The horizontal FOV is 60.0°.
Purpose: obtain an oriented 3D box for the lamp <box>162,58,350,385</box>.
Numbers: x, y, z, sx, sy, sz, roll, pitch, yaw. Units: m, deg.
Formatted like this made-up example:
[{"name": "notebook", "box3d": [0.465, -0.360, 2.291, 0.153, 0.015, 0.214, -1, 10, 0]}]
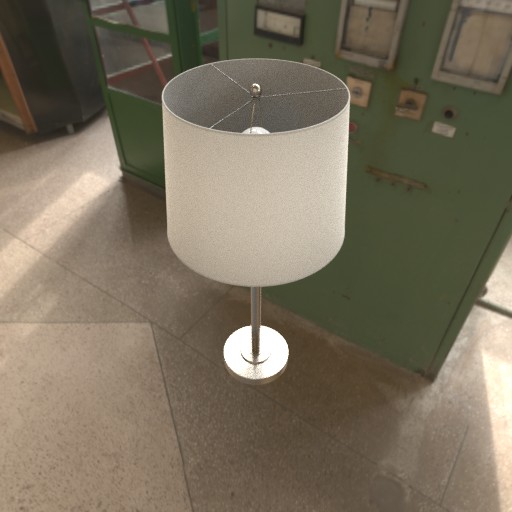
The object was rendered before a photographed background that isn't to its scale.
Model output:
[{"name": "lamp", "box3d": [0.000, 0.000, 0.897, 0.333, 0.696, 0.333, 0, 42, 0]}]
